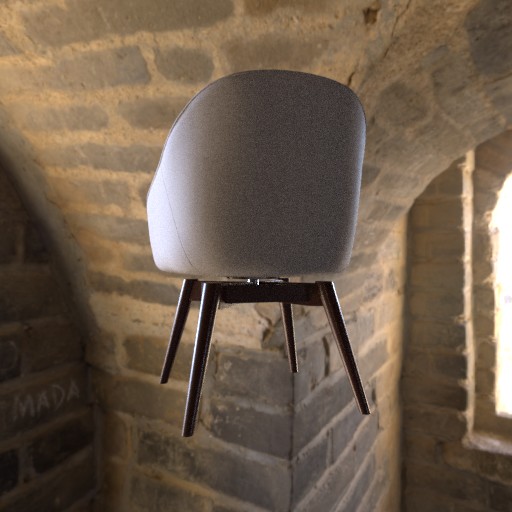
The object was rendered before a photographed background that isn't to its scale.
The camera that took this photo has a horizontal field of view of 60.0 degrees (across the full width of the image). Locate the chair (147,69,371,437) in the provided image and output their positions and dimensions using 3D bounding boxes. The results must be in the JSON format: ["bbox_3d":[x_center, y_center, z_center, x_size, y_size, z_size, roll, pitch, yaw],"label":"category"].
[{"bbox_3d":[0.000,0.000,1.284,0.596,0.823,0.635,0,-1,-19],"label":"chair"}]
